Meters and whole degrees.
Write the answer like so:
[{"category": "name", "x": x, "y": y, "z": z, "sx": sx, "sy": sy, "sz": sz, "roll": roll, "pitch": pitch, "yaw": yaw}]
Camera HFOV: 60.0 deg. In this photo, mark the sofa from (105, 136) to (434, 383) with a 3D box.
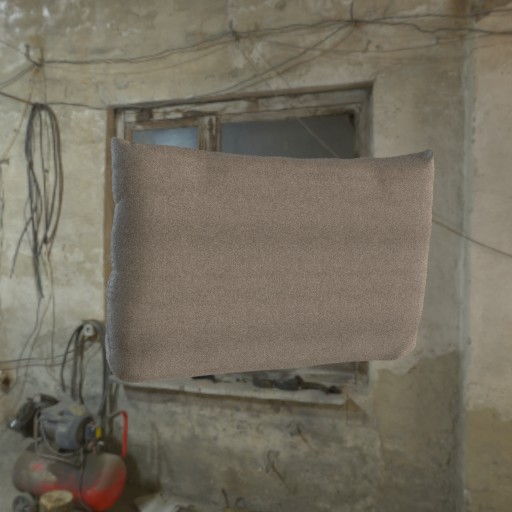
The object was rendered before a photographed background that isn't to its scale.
[{"category": "sofa", "x": 0.000, "y": 0.000, "z": 1.772, "sx": 1.144, "sy": 0.795, "sz": 0.847, "roll": 0, "pitch": 1, "yaw": -19}]
